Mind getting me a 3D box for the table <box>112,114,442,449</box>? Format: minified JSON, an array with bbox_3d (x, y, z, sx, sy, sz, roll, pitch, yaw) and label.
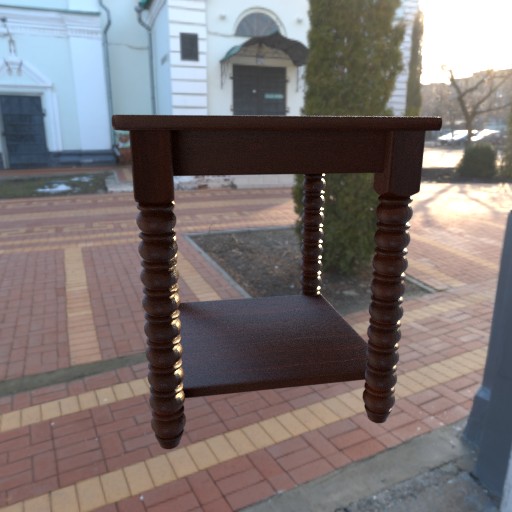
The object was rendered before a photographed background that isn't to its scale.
[{"bbox_3d":[0.000,0.000,0.972,0.500,0.567,0.533,-3,16,-10],"label":"table"}]
